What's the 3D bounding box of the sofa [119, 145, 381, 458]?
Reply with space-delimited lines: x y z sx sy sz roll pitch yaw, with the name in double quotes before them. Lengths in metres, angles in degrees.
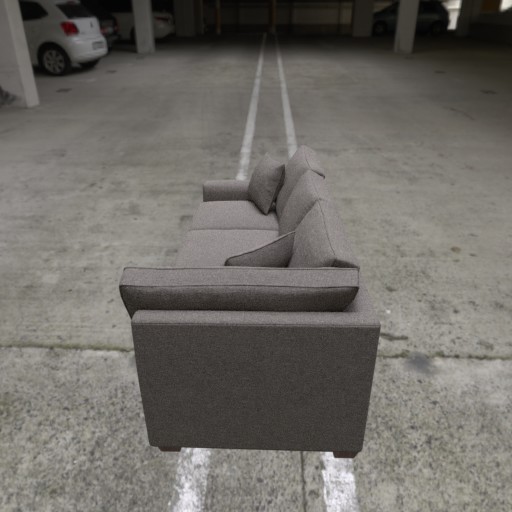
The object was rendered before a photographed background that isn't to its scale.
"sofa" 0.000 0.000 2.866 1.061 0.962 2.317 1 26 1
